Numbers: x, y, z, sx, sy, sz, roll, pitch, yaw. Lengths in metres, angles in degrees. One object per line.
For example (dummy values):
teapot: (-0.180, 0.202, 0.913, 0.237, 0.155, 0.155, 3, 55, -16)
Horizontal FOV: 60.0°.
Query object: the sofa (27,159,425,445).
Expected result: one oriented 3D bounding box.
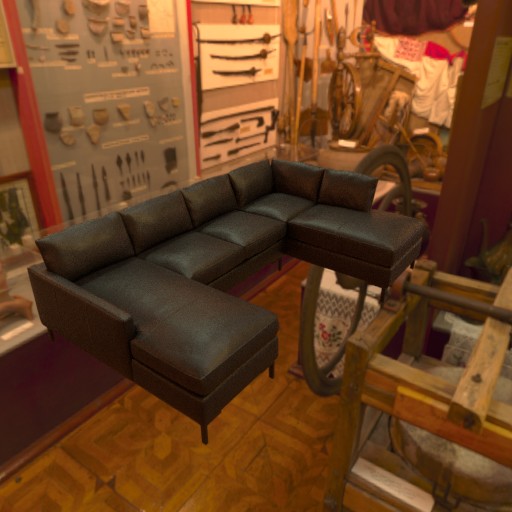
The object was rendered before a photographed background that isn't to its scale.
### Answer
sofa: (0.000, 0.000, 3.796, 1.939, 0.900, 2.956, 19, 32, 32)
